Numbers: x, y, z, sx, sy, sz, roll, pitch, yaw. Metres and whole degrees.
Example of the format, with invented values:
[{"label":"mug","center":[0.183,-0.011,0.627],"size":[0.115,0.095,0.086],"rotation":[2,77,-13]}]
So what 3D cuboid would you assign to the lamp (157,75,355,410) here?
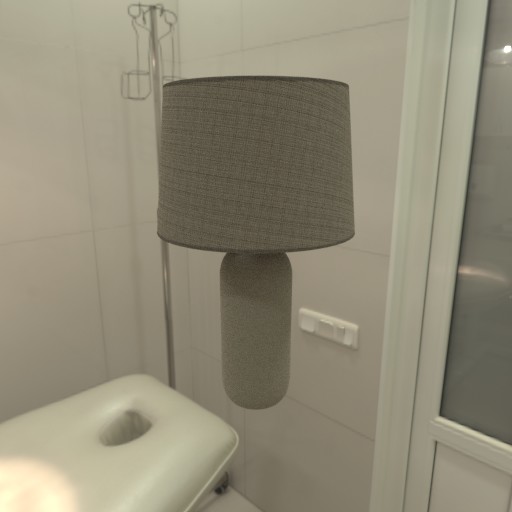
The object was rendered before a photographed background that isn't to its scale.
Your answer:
[{"label":"lamp","center":[0.000,0.000,0.854],"size":[0.367,0.609,0.367],"rotation":[0,15,0]}]
